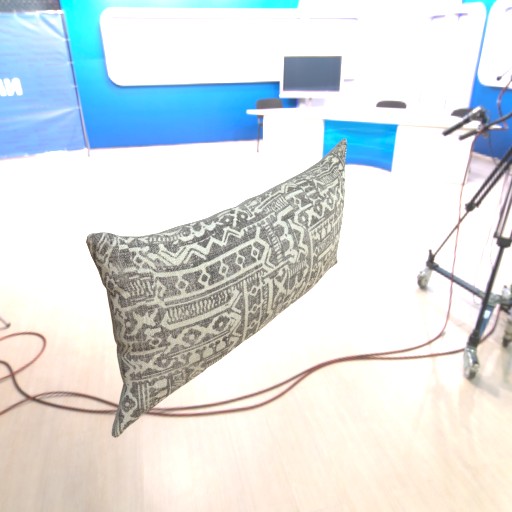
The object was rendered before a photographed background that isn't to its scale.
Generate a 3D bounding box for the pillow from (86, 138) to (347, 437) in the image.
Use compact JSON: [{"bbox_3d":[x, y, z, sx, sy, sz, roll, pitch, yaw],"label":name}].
[{"bbox_3d":[0.000,0.000,0.749,0.148,0.290,0.631,19,32,32],"label":"pillow"}]
